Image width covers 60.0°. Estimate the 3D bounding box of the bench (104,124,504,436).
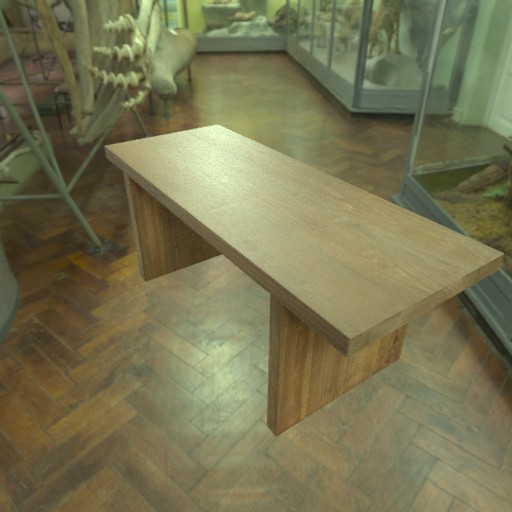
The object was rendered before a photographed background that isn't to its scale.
[{"bbox_3d":[0.000,0.000,1.361,0.458,0.458,1.183,-20,38,-29],"label":"bench"}]
